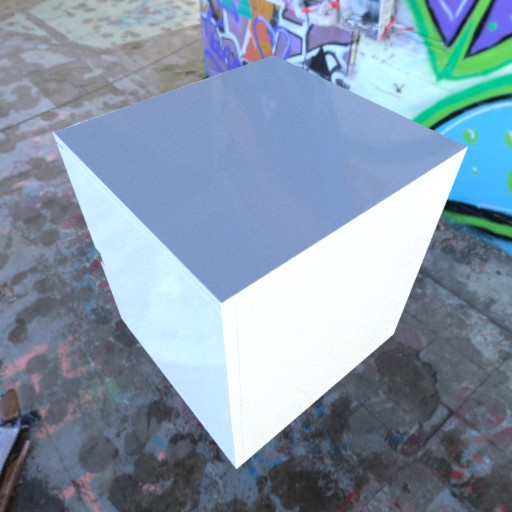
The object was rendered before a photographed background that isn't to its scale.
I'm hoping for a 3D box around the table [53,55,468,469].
[{"bbox_3d":[0.000,0.000,0.787,0.420,0.470,0.400,-31,54,-26],"label":"table"}]
